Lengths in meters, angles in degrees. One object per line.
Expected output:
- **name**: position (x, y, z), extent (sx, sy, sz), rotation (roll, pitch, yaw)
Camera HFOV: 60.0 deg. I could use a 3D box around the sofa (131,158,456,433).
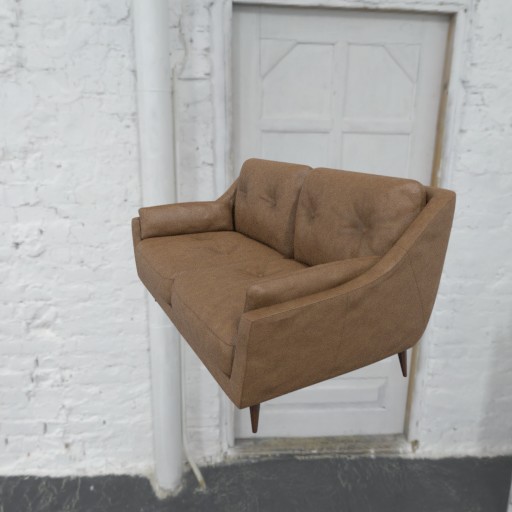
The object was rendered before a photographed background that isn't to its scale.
- **sofa**: position (0.000, 0.000, 2.277), extent (0.981, 0.886, 1.731), rotation (-8, 18, -25)
